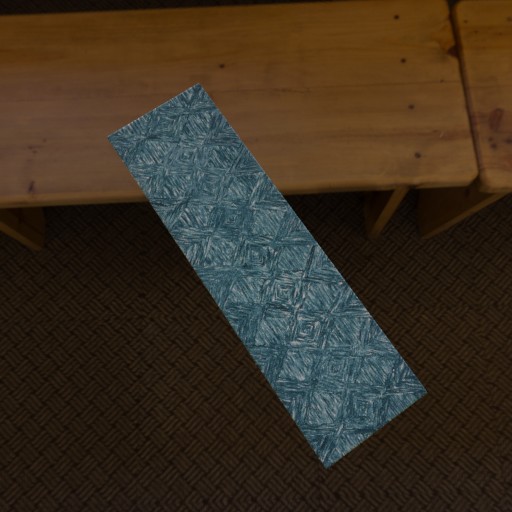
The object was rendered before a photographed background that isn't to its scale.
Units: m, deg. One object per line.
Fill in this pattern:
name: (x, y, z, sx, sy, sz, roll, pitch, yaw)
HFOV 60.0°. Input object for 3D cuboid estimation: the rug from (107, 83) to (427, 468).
rug: (0.000, 0.000, 2.562, 0.676, 0.016, 2.286, -33, 79, -8)
